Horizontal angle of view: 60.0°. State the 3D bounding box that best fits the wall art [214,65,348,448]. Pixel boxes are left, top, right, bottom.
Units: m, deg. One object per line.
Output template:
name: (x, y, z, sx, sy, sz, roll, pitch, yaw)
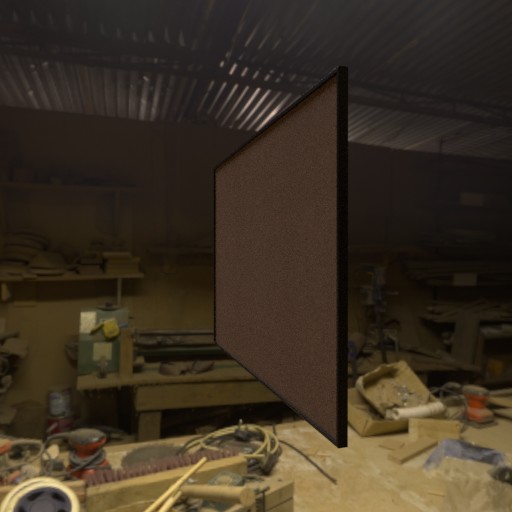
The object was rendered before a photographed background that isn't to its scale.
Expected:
wall art: (0.000, 0.000, 1.221, 0.019, 0.660, 0.957, 0, 0, -18)
